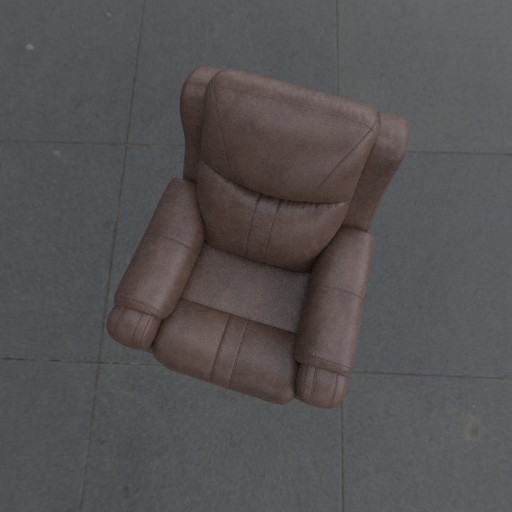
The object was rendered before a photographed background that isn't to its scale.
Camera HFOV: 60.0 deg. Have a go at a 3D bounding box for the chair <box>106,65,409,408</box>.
[{"bbox_3d":[0.000,0.000,1.767,0.940,0.990,1.067,17,76,4],"label":"chair"}]
